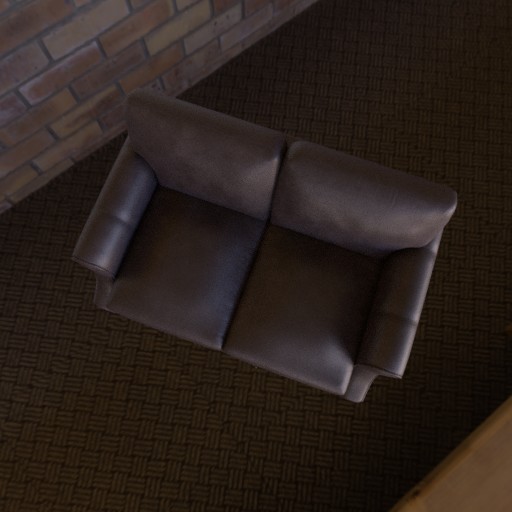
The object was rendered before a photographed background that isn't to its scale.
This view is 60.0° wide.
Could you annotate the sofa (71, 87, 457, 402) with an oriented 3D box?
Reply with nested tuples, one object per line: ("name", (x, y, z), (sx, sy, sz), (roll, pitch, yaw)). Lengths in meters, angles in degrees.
("sofa", (0.000, 0.000, 2.272), (1.663, 0.979, 1.030), (19, 77, 5))
